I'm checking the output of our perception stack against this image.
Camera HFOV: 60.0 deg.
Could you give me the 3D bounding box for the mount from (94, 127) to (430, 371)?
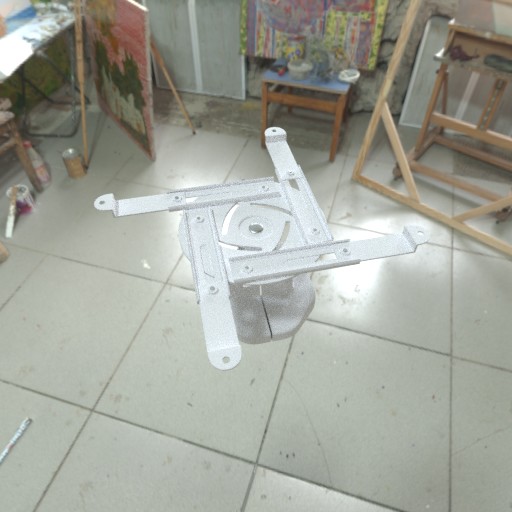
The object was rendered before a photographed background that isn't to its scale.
[{"bbox_3d":[0.000,0.000,0.601,0.394,0.141,0.394,-9,48,-8],"label":"mount"}]
